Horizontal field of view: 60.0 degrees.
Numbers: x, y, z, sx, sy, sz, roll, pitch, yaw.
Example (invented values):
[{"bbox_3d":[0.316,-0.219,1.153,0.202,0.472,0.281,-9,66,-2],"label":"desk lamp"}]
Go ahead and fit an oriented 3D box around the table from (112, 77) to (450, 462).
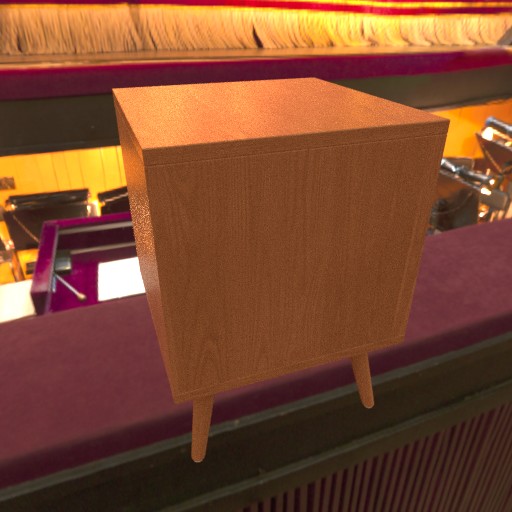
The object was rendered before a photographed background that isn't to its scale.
[{"bbox_3d":[0.000,0.000,0.822,0.400,0.550,0.400,-10,31,-17],"label":"table"}]
